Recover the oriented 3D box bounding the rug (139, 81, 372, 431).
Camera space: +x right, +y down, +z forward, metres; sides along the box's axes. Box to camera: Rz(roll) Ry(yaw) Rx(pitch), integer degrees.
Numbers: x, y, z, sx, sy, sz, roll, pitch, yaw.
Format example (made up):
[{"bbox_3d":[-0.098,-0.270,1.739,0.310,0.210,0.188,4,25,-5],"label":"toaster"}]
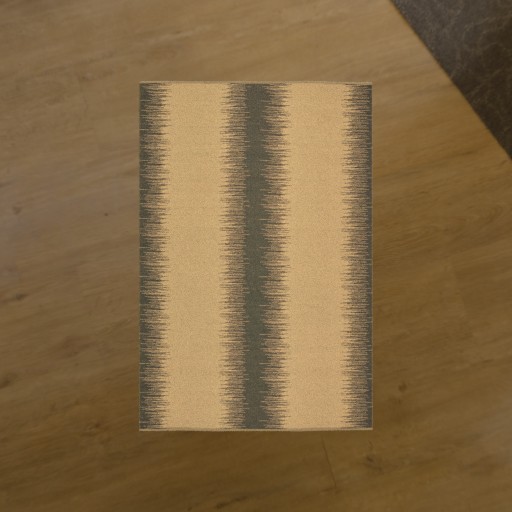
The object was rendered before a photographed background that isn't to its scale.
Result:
[{"bbox_3d":[0.000,0.000,2.345,1.234,0.006,1.854,0,90,-1],"label":"rug"}]
